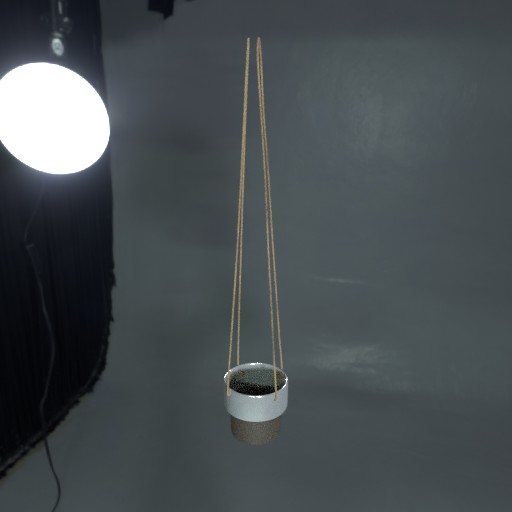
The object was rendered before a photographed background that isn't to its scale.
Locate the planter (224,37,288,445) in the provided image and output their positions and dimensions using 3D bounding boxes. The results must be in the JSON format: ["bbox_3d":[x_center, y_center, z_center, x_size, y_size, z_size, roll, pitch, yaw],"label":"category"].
[{"bbox_3d":[0.000,0.000,1.190,0.187,1.073,0.187,3,15,10],"label":"planter"}]
